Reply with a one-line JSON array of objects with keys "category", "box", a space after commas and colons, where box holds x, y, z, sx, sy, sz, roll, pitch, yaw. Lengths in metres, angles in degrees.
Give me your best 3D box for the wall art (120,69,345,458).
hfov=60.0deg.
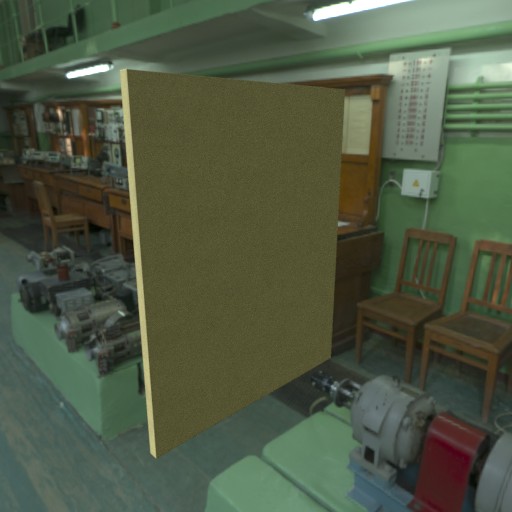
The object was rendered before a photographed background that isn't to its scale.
[{"category": "wall art", "box": [0.000, 0.000, 1.364, 0.798, 1.002, 0.030, -15, 22, -42]}]
